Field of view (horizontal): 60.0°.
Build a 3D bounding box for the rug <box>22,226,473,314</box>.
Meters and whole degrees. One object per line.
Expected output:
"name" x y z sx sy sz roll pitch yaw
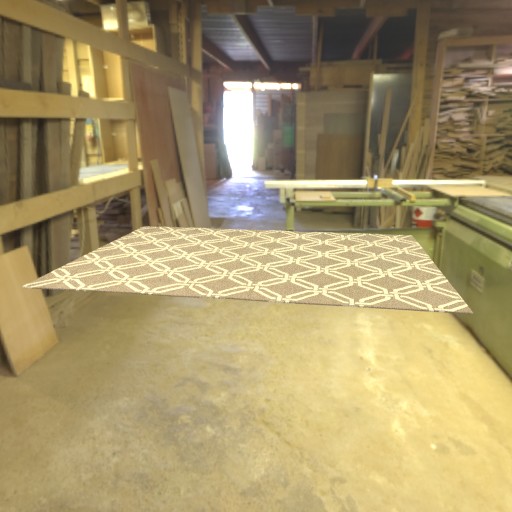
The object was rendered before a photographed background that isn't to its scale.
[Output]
"rug" 0.000 0.000 4.442 3.419 0.020 2.441 2 16 9
